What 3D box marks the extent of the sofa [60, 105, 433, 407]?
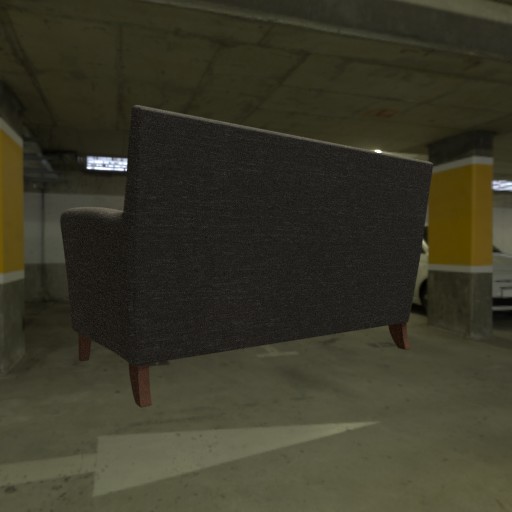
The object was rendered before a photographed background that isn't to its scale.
[{"bbox_3d":[0.000,0.000,2.018,1.509,0.905,0.867,-1,1,-36],"label":"sofa"}]
